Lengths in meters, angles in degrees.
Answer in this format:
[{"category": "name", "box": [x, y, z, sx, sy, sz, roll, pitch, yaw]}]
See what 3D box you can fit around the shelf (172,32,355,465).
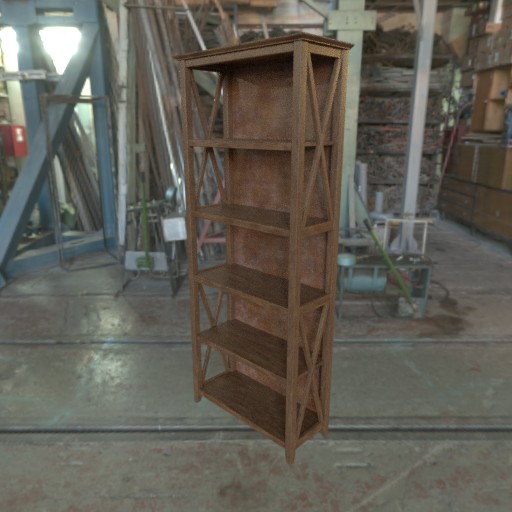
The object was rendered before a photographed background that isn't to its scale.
[{"category": "shelf", "box": [0.000, 0.000, 2.238, 0.805, 1.905, 0.335, 15, 22, 42]}]
